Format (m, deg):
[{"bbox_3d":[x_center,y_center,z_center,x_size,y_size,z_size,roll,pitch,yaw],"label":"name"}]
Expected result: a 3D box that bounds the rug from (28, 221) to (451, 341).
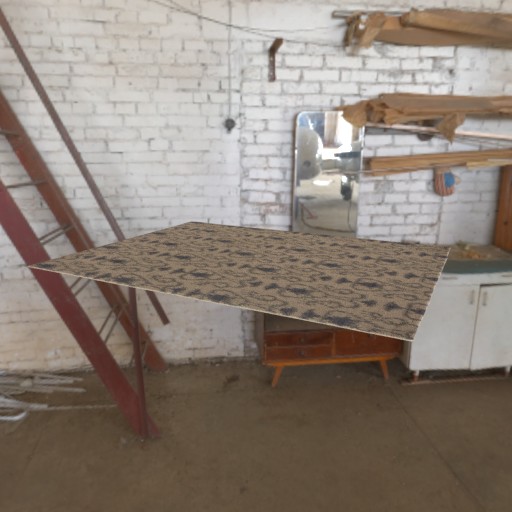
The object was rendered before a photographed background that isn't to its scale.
[{"bbox_3d":[0.000,0.000,4.169,3.205,0.015,2.437,8,16,26],"label":"rug"}]
